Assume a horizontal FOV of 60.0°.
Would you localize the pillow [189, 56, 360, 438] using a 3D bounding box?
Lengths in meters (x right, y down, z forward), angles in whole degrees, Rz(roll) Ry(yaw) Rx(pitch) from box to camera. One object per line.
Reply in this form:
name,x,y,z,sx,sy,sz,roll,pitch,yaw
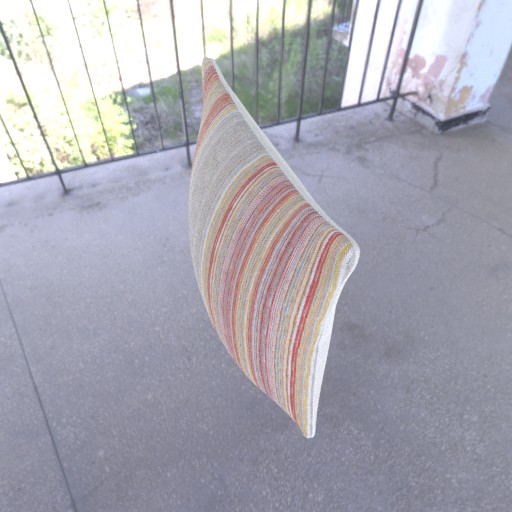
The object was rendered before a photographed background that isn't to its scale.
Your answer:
pillow,0.000,0.000,0.692,0.191,0.449,0.451,-16,48,-15
